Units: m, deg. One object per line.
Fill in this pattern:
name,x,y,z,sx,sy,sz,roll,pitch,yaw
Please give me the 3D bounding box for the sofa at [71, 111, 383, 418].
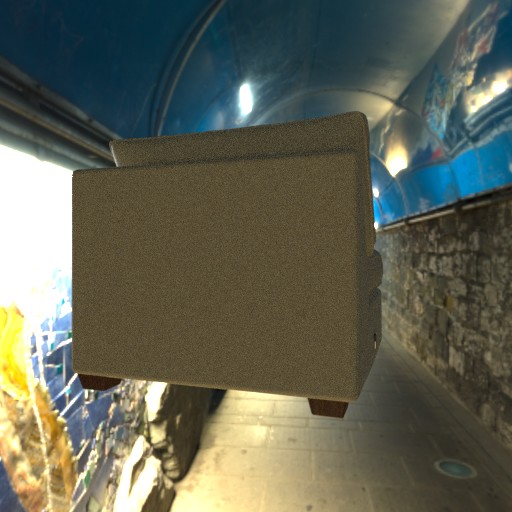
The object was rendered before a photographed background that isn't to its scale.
sofa,0.000,0.000,2.013,1.084,1.002,1.146,0,0,19
